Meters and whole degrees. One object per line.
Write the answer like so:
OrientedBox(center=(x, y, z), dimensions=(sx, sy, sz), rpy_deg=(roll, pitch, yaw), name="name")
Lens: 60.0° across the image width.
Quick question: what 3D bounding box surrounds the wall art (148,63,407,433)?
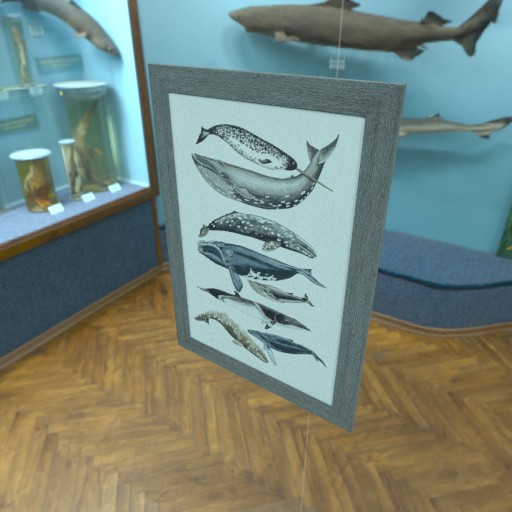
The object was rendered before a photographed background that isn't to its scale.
OrientedBox(center=(0.000, 0.000, 1.388), dimensions=(0.768, 1.070, 0.020), rpy_deg=(18, 34, 30), name="wall art")
